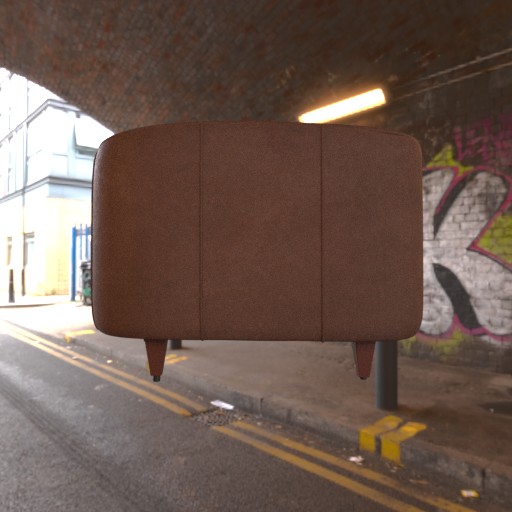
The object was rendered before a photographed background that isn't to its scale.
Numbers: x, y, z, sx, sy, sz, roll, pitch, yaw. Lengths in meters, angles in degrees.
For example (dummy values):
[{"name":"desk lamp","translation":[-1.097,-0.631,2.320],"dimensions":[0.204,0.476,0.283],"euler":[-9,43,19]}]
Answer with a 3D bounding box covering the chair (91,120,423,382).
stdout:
[{"name":"chair","translation":[0.000,0.000,1.730],"dimensions":[1.118,0.787,0.914],"euler":[0,-1,-2]}]
